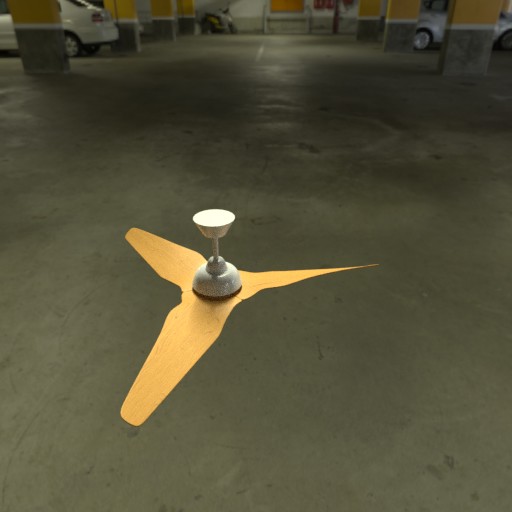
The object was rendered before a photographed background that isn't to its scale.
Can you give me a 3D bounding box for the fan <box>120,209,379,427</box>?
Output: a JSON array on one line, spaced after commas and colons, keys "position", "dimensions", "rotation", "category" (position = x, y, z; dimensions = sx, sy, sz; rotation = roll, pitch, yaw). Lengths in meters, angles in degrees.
[{"position": [0.000, 0.000, 1.654], "dimensions": [1.010, 0.355, 1.142], "rotation": [-8, 30, -13], "category": "fan"}]
